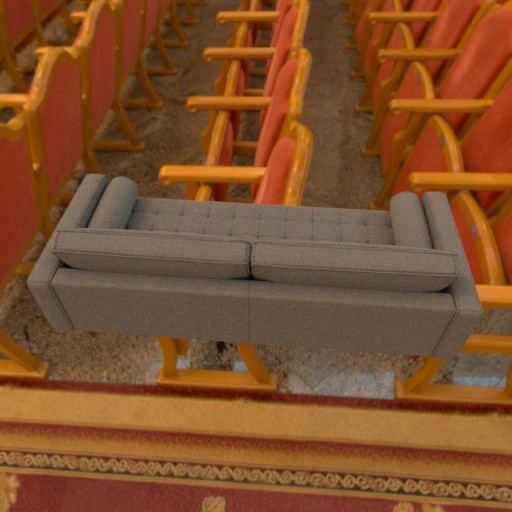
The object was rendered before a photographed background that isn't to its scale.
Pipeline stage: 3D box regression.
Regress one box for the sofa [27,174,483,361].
[{"bbox_3d":[0.000,0.000,2.542,2.198,0.762,0.914,4,47,3],"label":"sofa"}]
